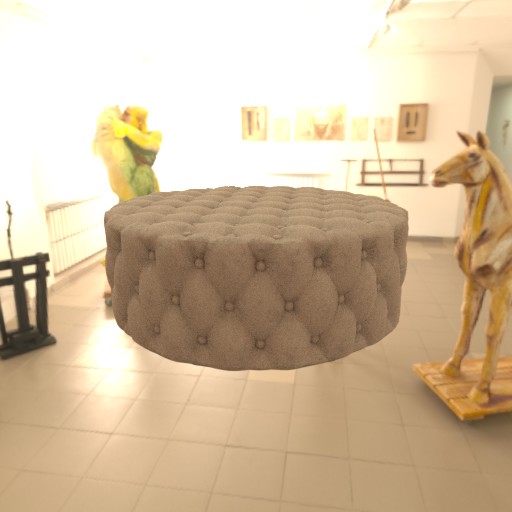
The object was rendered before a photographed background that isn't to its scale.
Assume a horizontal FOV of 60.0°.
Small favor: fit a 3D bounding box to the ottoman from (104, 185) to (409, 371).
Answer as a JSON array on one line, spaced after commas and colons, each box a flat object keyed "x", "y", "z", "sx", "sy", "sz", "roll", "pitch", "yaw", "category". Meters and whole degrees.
[{"x": 0.000, "y": 0.000, "z": 1.544, "sx": 0.998, "sy": 0.399, "sz": 0.998, "roll": 0, "pitch": 16, "yaw": 0, "category": "ottoman"}]
